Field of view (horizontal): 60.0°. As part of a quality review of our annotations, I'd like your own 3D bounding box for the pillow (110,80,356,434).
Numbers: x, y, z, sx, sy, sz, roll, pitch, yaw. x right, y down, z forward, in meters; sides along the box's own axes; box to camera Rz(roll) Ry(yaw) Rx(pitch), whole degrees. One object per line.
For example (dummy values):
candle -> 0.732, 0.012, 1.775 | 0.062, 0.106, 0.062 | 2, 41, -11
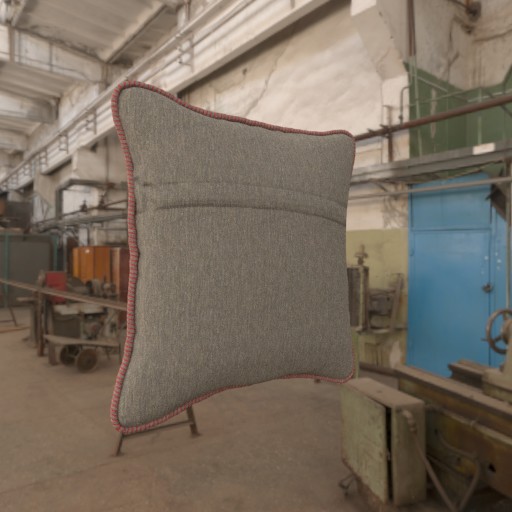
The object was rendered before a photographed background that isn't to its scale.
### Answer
pillow -> 0.000, 0.000, 0.739 | 0.482, 0.491, 0.124 | 0, 0, -36
